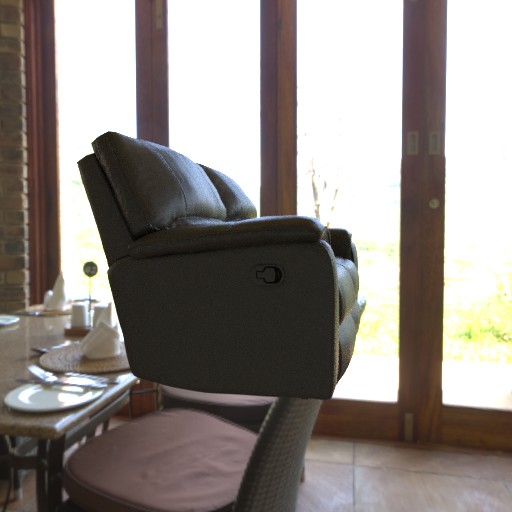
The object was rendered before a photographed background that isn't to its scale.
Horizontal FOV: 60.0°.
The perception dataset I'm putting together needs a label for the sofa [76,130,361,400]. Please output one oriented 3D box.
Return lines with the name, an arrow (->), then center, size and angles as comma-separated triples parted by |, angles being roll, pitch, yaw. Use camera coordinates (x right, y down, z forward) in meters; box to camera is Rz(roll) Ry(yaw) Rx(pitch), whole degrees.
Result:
sofa -> 0.000, 0.000, 2.441 | 1.104, 1.111, 1.765 | 1, 2, 16
